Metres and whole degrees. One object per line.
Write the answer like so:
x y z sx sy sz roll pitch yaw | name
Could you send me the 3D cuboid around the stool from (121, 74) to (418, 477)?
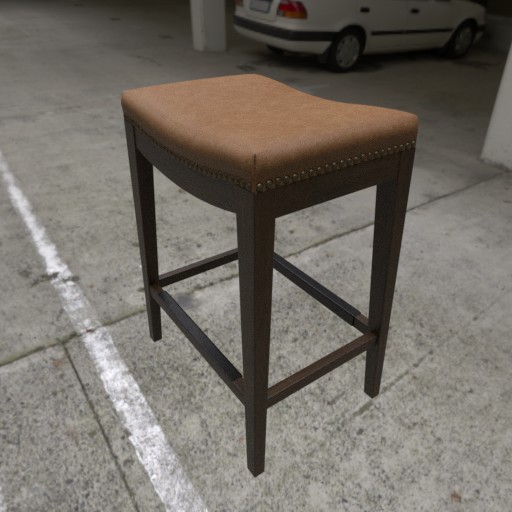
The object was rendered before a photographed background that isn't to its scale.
0.000 0.000 0.964 0.361 0.660 0.500 -20 37 -29 | stool
